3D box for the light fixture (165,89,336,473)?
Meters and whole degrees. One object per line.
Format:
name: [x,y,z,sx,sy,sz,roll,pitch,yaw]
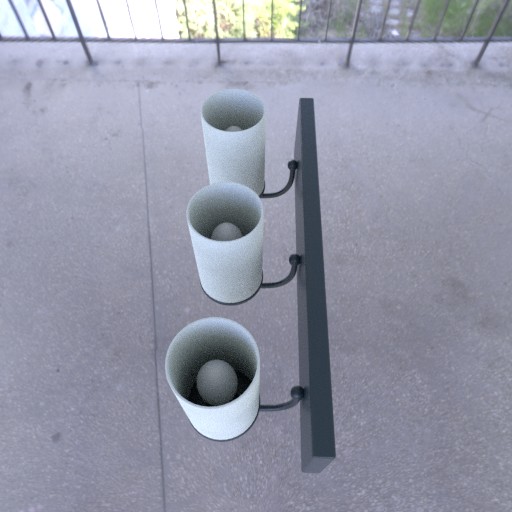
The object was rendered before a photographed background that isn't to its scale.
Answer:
light fixture: [0.000,0.000,0.527,0.145,0.172,0.451,1,58,1]
